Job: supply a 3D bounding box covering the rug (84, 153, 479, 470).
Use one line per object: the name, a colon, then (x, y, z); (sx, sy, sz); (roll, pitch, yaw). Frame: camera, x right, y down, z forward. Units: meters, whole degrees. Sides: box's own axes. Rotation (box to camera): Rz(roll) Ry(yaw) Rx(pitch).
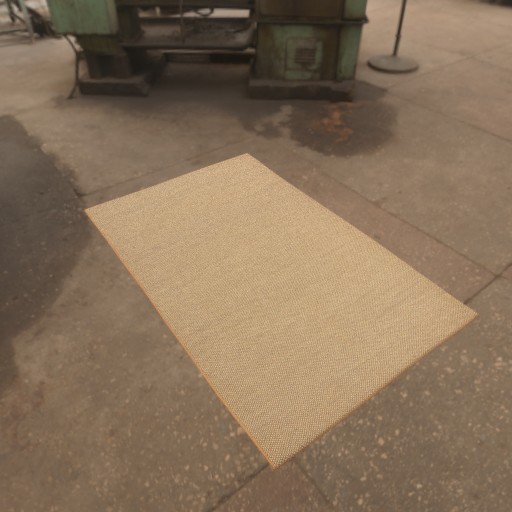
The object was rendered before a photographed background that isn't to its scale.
rug: (0.000, 0.000, 2.099); (1.078, 0.013, 1.678); (-26, 48, -26)
